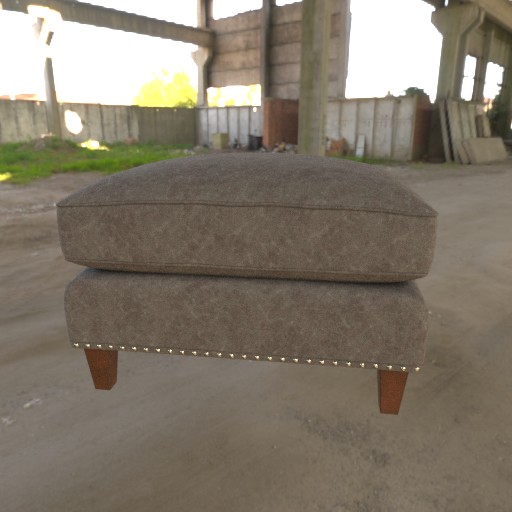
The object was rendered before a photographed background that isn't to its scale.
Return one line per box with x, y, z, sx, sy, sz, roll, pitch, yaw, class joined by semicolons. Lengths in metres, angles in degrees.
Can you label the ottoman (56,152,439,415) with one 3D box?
0.000;0.000;1.138;0.741;0.513;0.584;2;17;8;ottoman
